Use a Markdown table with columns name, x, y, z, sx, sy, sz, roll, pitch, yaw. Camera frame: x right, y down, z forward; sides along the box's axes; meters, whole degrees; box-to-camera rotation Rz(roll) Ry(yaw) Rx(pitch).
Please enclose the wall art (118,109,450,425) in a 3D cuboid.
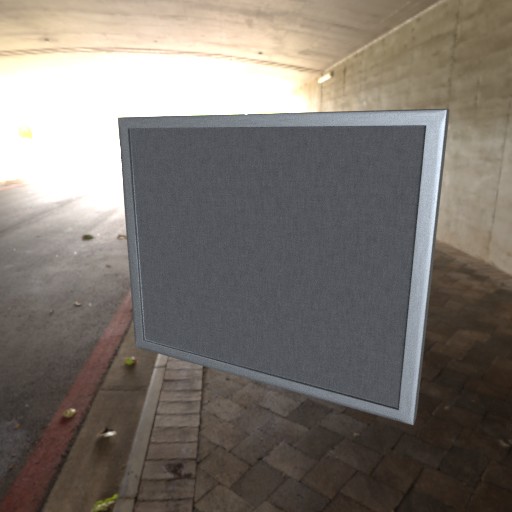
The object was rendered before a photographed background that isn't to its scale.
| name | x | y | z | sx | sy | sz | roll | pitch | yaw |
| --- | --- | --- | --- | --- | --- | --- | --- | --- | --- |
| wall art | 0.000 | 0.000 | 0.749 | 0.556 | 0.457 | 0.028 | 8 | 17 | 27 |
